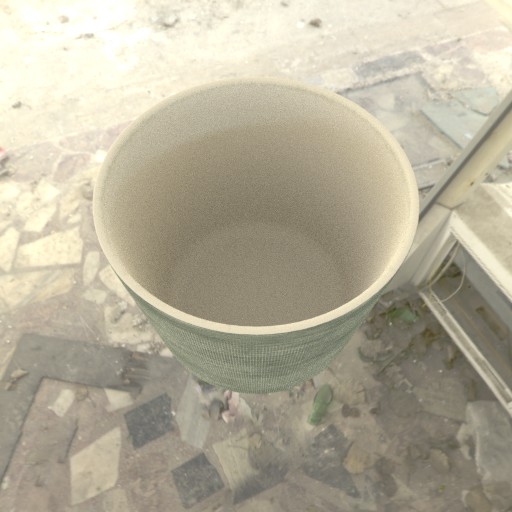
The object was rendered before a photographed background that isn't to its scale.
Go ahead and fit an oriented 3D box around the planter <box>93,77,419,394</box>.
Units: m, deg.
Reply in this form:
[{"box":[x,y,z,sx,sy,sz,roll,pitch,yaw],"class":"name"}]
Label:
[{"box":[0.000,0.000,0.775,0.440,0.398,0.440,0,59,0],"class":"planter"}]
